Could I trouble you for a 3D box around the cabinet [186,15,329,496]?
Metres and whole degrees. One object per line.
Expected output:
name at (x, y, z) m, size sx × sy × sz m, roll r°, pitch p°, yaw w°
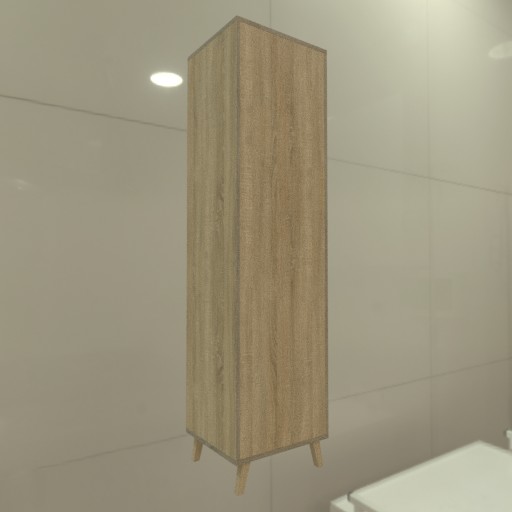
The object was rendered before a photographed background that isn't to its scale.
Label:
cabinet at (0.000, 0.000, 2.124) m, size 0.510 × 1.960 × 0.450 m, roll 1°, pitch -2°, yaw -35°
